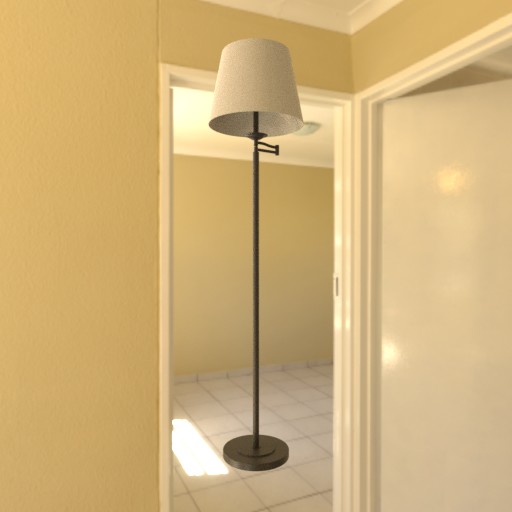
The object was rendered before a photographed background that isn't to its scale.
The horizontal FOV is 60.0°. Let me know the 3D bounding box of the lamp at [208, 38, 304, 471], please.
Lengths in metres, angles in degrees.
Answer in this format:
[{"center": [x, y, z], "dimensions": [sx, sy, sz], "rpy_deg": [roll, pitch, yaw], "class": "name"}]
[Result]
[{"center": [0.000, 0.000, 1.628], "dimensions": [0.348, 1.473, 0.348], "rpy_deg": [-1, 1, -35], "class": "lamp"}]
